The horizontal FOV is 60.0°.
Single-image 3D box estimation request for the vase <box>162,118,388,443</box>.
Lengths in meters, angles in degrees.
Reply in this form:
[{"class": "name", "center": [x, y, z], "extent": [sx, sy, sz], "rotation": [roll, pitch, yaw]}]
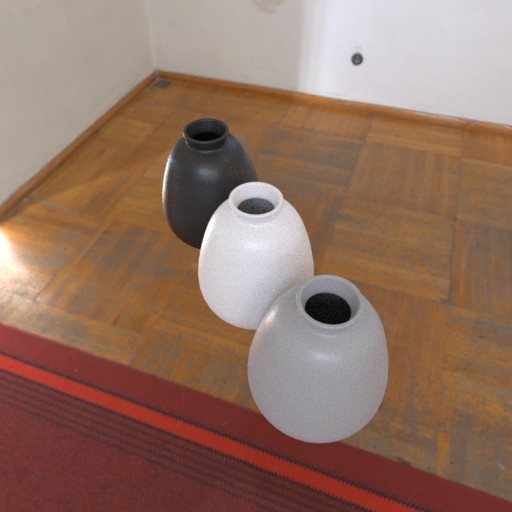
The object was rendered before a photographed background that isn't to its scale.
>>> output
[{"class": "vase", "center": [0.000, 0.000, 0.362], "extent": [0.097, 0.122, 0.297], "rotation": [-19, 50, -17]}]
